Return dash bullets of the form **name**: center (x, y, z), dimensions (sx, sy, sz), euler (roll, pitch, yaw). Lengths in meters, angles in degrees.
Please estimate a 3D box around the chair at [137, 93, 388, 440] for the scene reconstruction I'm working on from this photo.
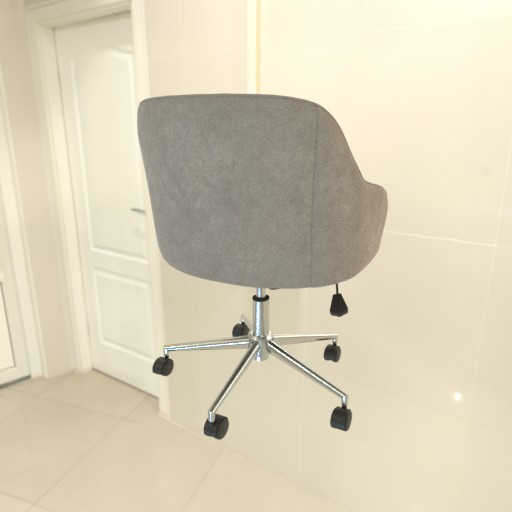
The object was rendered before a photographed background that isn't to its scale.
- **chair**: center (0.000, 0.000, 1.254), dimensions (0.635, 0.831, 0.573), euler (8, 18, 26)
